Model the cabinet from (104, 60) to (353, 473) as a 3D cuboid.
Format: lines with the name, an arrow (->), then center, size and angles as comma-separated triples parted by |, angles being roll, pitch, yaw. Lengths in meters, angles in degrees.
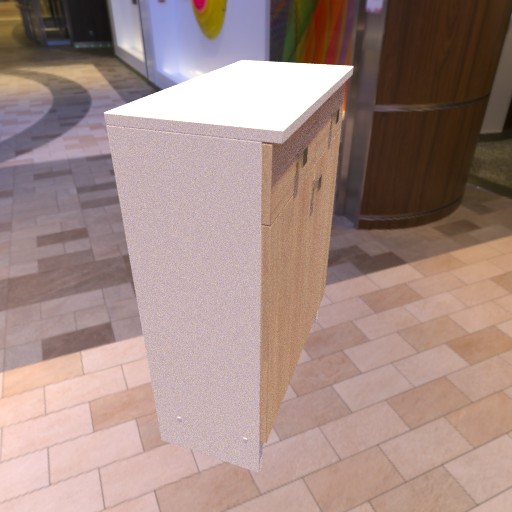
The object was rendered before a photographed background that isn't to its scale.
cabinet -> 0.000, 0.000, 1.110 | 0.296, 0.815, 0.600 | 11, 33, 17
